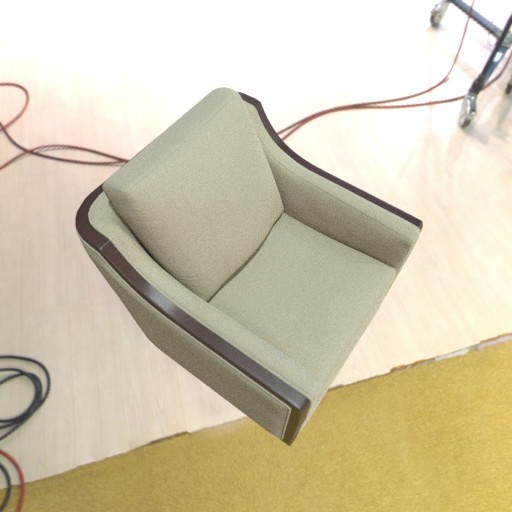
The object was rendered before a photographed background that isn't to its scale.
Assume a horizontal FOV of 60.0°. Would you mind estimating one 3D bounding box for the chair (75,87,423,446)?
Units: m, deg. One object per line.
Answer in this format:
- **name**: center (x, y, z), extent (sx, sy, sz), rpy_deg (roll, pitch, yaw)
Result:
- **chair**: center (0.000, 0.000, 1.696), extent (0.950, 0.930, 0.870), rpy_deg (31, 63, 18)
